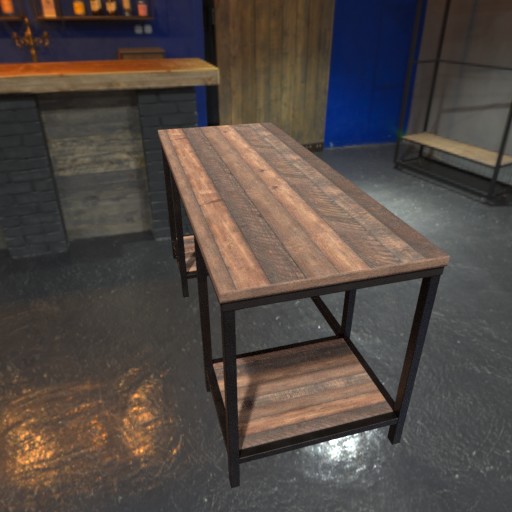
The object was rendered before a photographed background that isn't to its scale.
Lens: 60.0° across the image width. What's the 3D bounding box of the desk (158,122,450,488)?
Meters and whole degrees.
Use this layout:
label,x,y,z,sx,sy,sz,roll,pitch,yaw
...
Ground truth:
label,x,y,z,sx,sy,sz,roll,pitch,yaw
desk,0.000,0.000,1.918,0.617,0.753,1.538,-8,31,-14
